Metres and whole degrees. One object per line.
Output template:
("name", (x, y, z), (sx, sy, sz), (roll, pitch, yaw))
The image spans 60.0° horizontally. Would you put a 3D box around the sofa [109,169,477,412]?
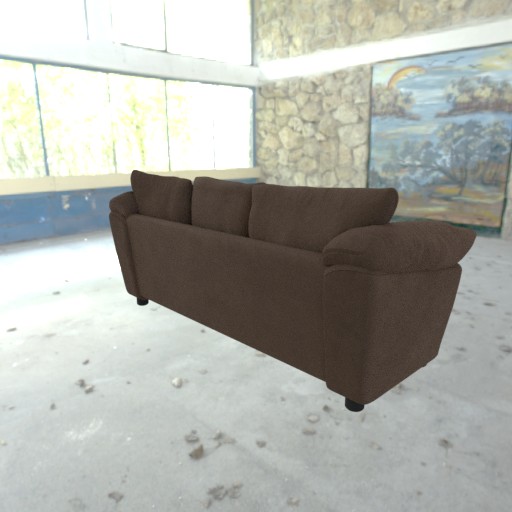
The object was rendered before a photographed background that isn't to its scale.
("sofa", (0.000, 0.000, 2.798), (0.878, 1.015, 2.336), (-13, 19, -42))
